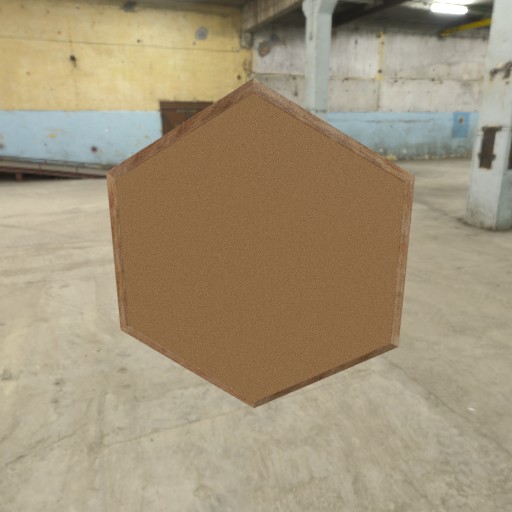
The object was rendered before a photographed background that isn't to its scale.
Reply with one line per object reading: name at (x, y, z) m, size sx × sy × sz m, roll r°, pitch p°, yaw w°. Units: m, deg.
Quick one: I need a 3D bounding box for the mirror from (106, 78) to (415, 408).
mirror at (0.000, 0.000, 1.050) m, size 0.675 × 0.779 × 0.091 m, roll 2°, pitch 16°, yaw 7°
